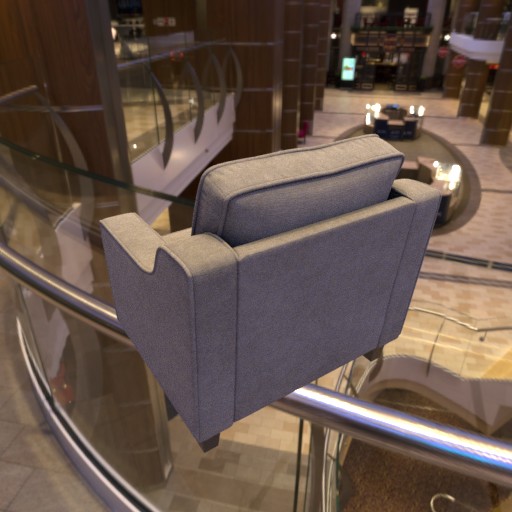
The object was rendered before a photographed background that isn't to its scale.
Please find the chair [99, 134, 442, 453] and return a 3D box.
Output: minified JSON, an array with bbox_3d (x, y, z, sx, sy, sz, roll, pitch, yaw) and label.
[{"bbox_3d":[0.000,0.000,1.673,0.926,0.944,0.840,-18,34,-29],"label":"chair"}]
